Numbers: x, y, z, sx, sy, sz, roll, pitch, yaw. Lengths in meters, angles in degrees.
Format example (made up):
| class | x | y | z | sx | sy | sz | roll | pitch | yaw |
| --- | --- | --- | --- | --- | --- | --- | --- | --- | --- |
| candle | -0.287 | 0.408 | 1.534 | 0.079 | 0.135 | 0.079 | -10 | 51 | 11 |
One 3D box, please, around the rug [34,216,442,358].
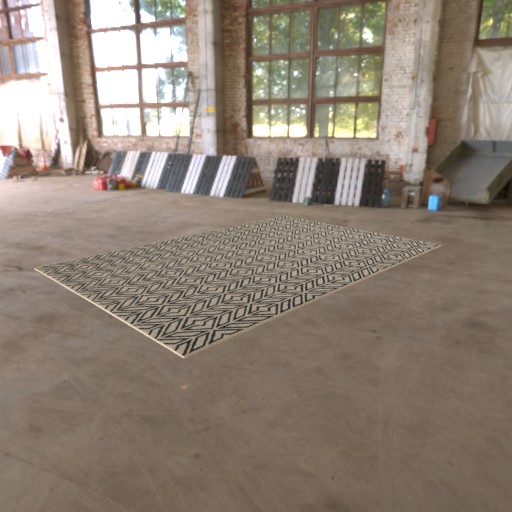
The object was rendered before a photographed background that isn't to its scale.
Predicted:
| class | x | y | z | sx | sy | sz | roll | pitch | yaw |
| --- | --- | --- | --- | --- | --- | --- | --- | --- | --- |
| rug | 0.000 | 0.000 | 2.356 | 1.220 | 0.007 | 1.828 | 16 | 23 | 43 |
